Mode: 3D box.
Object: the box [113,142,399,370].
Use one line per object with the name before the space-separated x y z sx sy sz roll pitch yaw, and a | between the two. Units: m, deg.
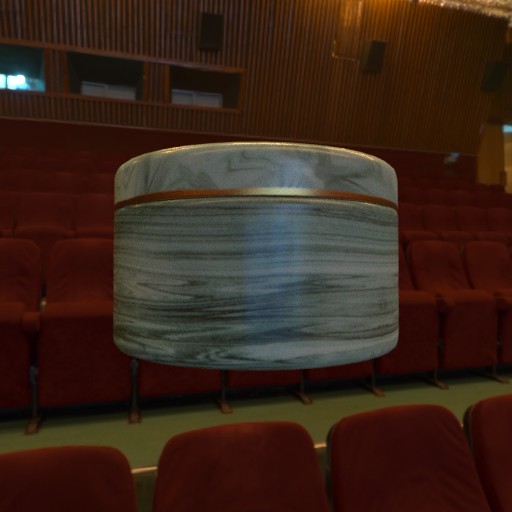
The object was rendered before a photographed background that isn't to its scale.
box | 0.000 0.000 0.166 0.101 0.063 0.101 0 -1 0
